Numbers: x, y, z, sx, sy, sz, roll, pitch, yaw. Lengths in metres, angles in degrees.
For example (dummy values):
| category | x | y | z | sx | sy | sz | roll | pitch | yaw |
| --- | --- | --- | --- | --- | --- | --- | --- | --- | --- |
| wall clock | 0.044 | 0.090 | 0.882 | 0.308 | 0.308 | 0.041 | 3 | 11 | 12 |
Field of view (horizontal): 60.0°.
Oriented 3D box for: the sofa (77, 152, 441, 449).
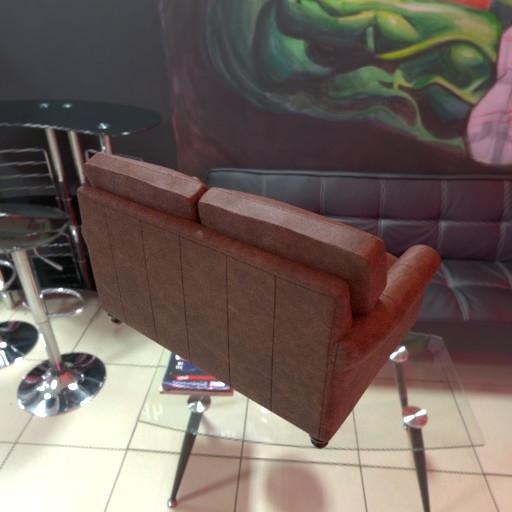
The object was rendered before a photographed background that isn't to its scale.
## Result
| category | x | y | z | sx | sy | sz | roll | pitch | yaw |
| --- | --- | --- | --- | --- | --- | --- | --- | --- | --- |
| sofa | 0.000 | 0.000 | 2.238 | 1.616 | 0.967 | 0.990 | 21 | 37 | 31 |
